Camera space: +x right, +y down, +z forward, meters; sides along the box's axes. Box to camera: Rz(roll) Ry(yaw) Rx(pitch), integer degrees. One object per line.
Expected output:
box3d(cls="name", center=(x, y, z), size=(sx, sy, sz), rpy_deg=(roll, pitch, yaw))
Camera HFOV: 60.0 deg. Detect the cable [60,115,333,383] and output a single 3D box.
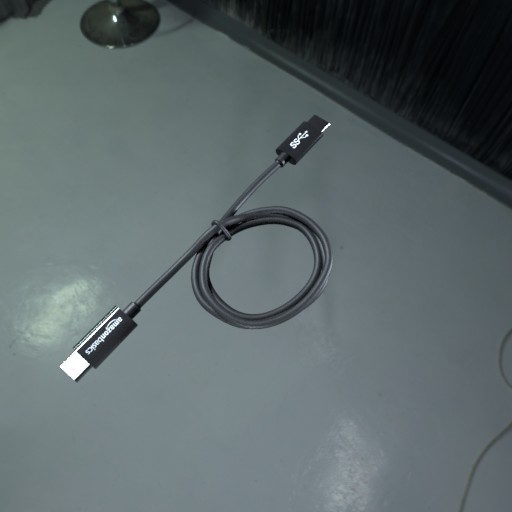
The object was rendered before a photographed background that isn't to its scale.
box3d(cls="cable", center=(0.000, 0.000, 0.211), size=(0.070, 0.014, 0.186), rpy_deg=(36, 68, 16))
